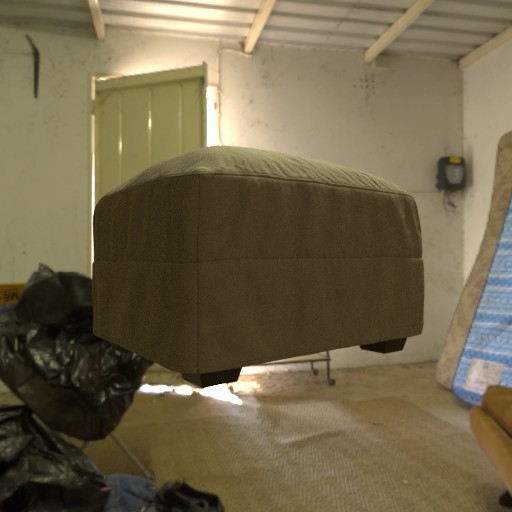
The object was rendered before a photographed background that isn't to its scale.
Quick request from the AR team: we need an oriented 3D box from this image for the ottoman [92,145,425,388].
[{"bbox_3d":[0.000,0.000,1.139,0.712,0.480,0.584,1,-2,-37],"label":"ottoman"}]
